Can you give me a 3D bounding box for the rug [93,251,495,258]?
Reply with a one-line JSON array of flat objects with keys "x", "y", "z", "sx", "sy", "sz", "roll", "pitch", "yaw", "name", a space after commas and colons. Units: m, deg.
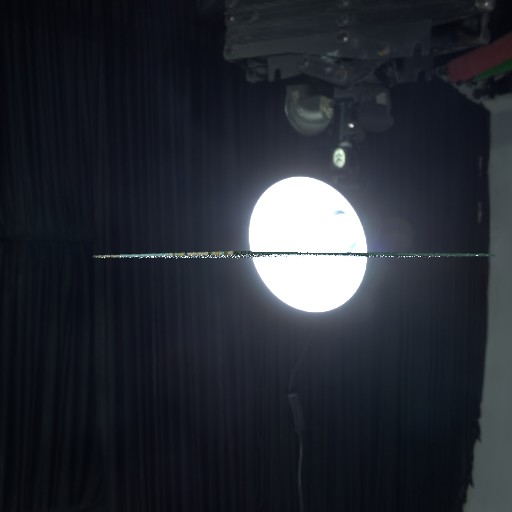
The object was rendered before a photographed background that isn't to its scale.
[{"x": 0.000, "y": 0.000, "z": 2.284, "sx": 1.212, "sy": 0.010, "sz": 1.811, "roll": 0, "pitch": -1, "yaw": -33, "name": "rug"}]
